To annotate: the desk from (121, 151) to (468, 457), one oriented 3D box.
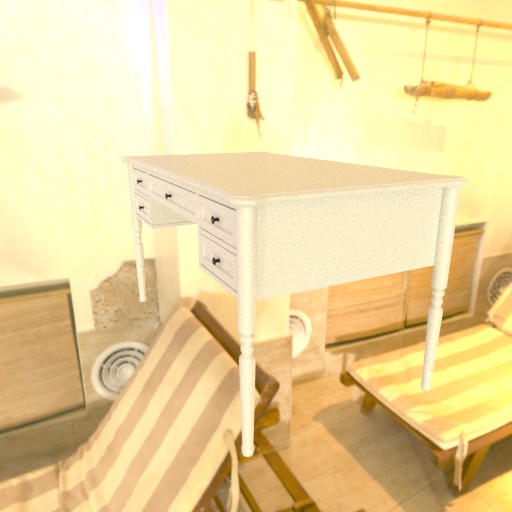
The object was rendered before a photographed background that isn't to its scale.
[{"bbox_3d":[0.000,0.000,1.872,0.807,0.762,1.380,-9,19,-26],"label":"desk"}]
